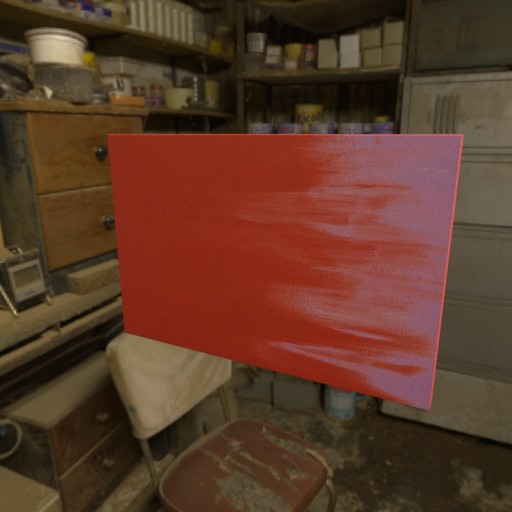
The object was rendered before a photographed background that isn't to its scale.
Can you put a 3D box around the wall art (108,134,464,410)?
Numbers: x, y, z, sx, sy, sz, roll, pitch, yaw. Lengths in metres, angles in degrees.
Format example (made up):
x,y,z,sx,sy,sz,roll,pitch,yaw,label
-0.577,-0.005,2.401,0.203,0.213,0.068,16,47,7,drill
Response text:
x,y,z,sx,sy,sz,roll,pitch,yaw,label
0.000,0.000,0.765,0.607,0.405,0.033,8,17,26,wall art
